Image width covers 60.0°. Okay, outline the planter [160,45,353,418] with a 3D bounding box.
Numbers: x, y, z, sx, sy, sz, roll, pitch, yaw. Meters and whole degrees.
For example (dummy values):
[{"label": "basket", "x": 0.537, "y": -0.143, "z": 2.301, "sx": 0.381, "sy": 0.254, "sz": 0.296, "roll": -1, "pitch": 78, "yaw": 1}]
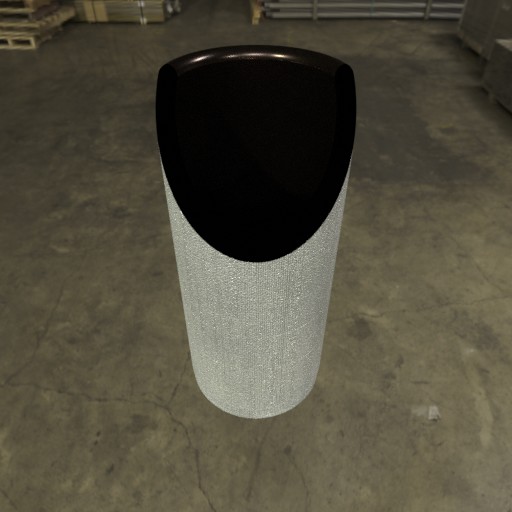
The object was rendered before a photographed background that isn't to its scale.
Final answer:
[{"label": "planter", "x": 0.000, "y": 0.000, "z": 0.129, "sx": 0.045, "sy": 0.103, "sz": 0.045, "roll": 1, "pitch": 41, "yaw": 1}]
